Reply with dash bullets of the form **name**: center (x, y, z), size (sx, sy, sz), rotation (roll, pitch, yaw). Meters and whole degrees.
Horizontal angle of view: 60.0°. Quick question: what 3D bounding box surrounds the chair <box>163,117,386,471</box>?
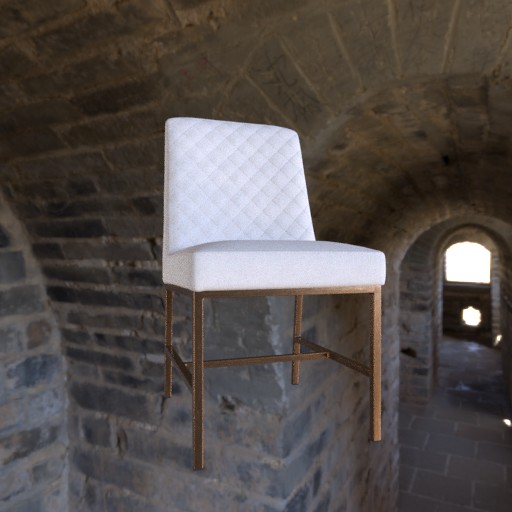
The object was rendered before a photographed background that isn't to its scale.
- **chair**: center (0.000, 0.000, 1.305), size (0.503, 0.933, 0.597), rotation (0, 0, -19)
